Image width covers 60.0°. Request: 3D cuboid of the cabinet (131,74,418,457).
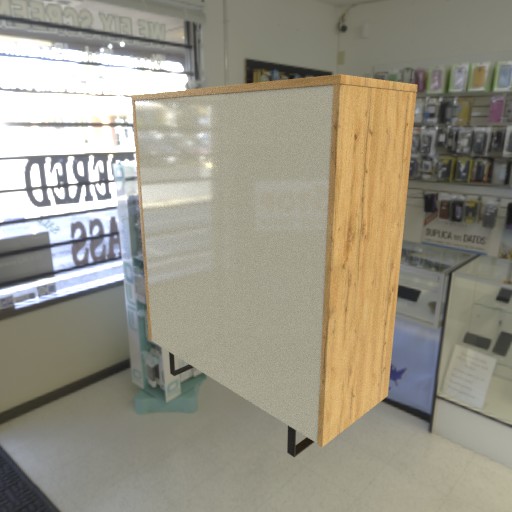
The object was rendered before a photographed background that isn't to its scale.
[{"bbox_3d":[0.000,0.000,1.995,0.473,1.397,1.168,-15,22,-42],"label":"cabinet"}]
